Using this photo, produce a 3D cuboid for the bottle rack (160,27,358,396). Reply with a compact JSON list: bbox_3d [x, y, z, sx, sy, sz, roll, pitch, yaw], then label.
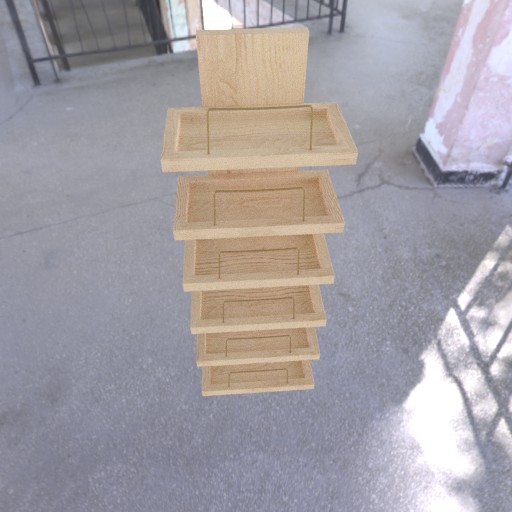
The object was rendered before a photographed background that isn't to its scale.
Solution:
[{"bbox_3d":[0.000,0.000,1.052,0.330,0.943,0.206,-3,45,-3],"label":"bottle rack"}]
